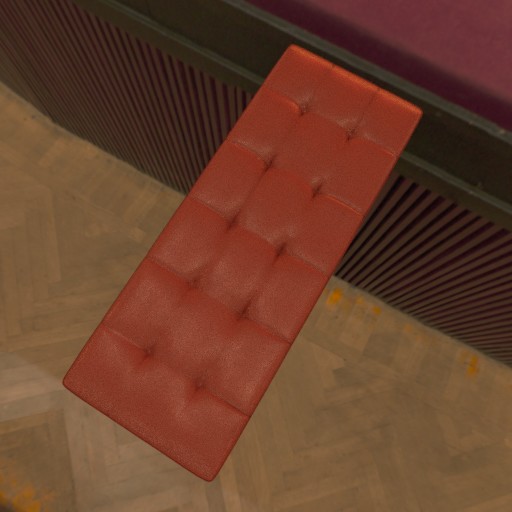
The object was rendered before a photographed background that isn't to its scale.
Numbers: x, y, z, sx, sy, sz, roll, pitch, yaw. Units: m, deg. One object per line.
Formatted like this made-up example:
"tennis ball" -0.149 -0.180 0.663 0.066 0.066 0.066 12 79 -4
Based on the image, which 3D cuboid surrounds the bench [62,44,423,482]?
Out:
"bench" 0.000 0.000 1.331 0.432 0.460 1.105 30 78 7
